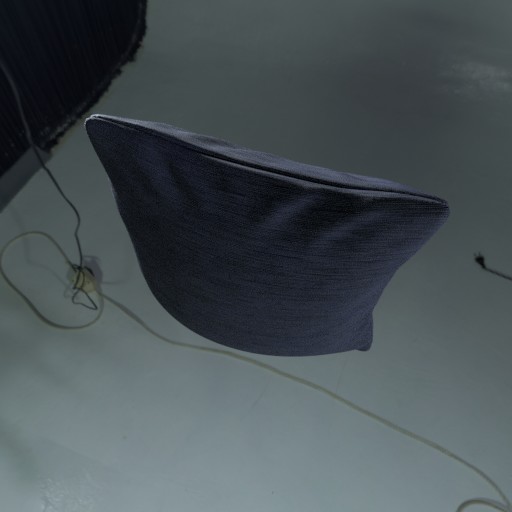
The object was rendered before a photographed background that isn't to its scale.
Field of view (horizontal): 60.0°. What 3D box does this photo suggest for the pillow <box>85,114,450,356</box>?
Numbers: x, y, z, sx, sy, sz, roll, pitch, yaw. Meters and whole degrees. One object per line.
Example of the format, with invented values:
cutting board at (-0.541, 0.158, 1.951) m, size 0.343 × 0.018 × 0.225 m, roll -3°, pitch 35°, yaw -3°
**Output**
pillow at (0.000, 0.000, 0.662) m, size 0.432 × 0.414 × 0.246 m, roll 16°, pitch 59°, yaw 10°
